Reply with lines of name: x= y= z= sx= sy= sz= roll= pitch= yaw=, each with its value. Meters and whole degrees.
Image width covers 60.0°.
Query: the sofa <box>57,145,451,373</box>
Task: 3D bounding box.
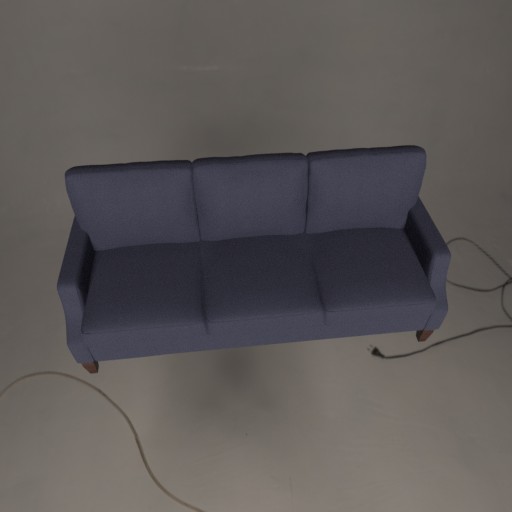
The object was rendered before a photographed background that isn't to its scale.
sofa: x=0.000 y=0.000 z=2.595 sx=2.115 sy=0.984 sz=0.888 roll=-5 pitch=47 yaw=-4
